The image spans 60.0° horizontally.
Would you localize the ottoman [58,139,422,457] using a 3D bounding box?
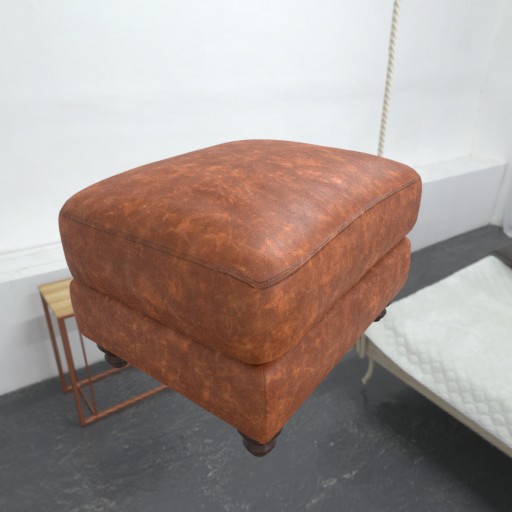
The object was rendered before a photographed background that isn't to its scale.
[{"bbox_3d":[0.000,0.000,1.228,0.657,0.562,0.832,18,32,32],"label":"ottoman"}]
